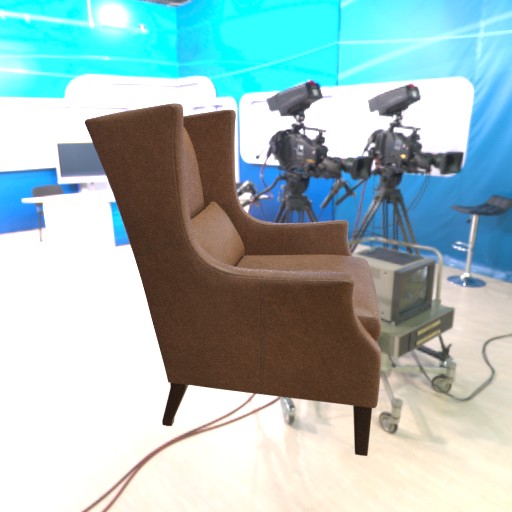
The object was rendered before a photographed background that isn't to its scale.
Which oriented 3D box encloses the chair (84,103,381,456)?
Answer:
[{"bbox_3d":[0.000,0.000,1.702,0.913,1.088,0.815,3,17,10],"label":"chair"}]
